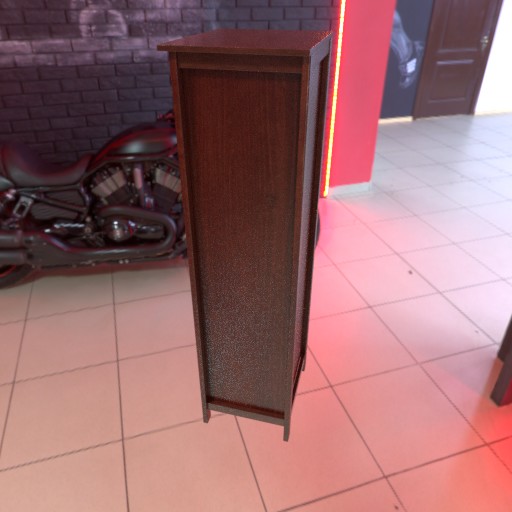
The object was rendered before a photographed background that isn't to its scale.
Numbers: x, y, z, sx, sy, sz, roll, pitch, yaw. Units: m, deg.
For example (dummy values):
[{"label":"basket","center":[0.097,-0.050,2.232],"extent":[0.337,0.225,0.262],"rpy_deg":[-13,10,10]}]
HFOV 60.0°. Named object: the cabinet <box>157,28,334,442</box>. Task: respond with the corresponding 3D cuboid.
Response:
[{"label":"cabinet","center":[0.000,0.000,1.706],"extent":[0.401,1.518,0.500],"rpy_deg":[8,32,13]}]
